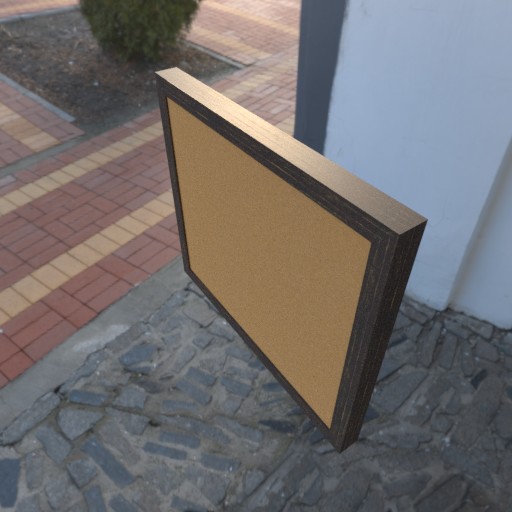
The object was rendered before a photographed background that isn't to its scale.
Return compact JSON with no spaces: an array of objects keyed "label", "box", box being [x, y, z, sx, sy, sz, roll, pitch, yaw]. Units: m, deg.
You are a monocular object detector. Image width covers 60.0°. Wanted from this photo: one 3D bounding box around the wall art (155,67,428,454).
[{"label":"wall art","box":[0.000,0.000,0.533,0.031,0.330,0.381,-25,47,-26]}]
